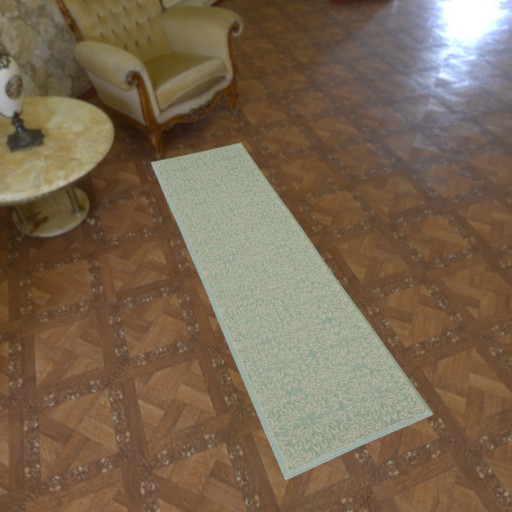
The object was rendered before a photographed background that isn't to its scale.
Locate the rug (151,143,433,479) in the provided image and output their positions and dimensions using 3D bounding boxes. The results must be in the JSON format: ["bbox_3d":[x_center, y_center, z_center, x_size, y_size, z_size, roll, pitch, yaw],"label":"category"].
[{"bbox_3d":[0.000,0.000,2.418,0.662,0.011,2.196,-16,48,-15],"label":"rug"}]
